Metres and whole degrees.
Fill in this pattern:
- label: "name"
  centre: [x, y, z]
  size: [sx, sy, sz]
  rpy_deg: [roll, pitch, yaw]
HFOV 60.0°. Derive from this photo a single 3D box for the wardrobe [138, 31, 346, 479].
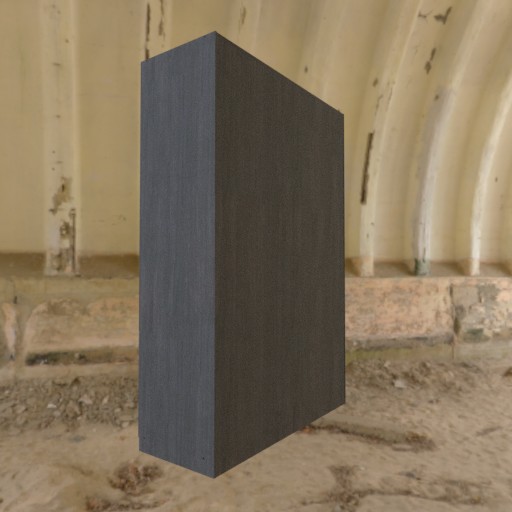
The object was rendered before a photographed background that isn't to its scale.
- label: "wardrobe"
  centre: [0.000, 0.000, 2.558]
  size: [0.510, 1.910, 1.290]
  rpy_deg: [-1, -2, 36]
